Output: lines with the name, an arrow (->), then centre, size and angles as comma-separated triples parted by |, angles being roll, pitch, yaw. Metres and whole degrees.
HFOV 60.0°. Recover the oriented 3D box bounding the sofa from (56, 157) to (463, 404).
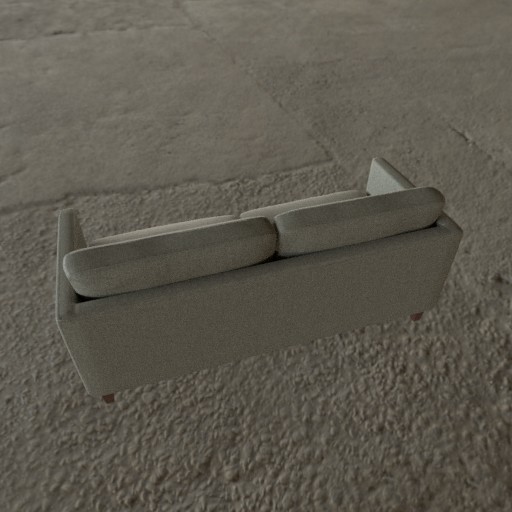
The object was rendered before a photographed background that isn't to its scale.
sofa -> 0.000, 0.000, 2.752 | 2.208, 0.960, 0.956 | -12, 42, -13
